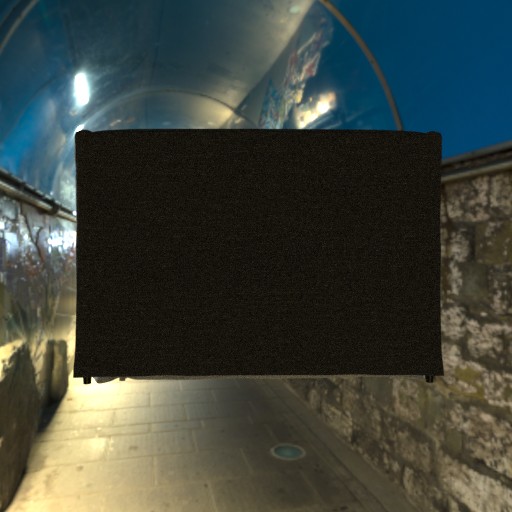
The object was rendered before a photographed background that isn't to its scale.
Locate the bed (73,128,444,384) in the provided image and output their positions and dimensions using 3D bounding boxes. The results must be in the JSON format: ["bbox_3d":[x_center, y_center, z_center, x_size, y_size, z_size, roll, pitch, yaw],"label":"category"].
[{"bbox_3d":[0.000,0.000,3.403,1.925,1.332,2.276,0,0,-1],"label":"bed"}]
